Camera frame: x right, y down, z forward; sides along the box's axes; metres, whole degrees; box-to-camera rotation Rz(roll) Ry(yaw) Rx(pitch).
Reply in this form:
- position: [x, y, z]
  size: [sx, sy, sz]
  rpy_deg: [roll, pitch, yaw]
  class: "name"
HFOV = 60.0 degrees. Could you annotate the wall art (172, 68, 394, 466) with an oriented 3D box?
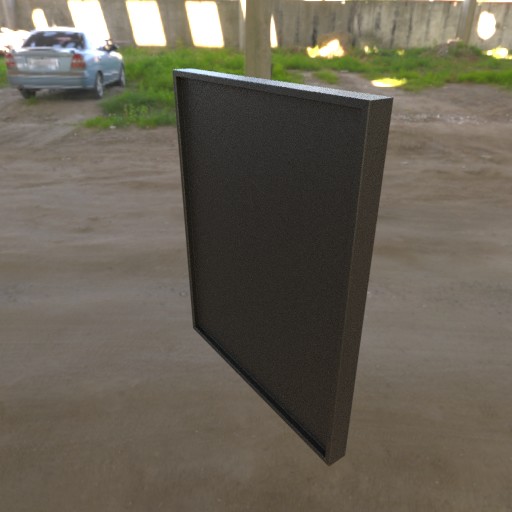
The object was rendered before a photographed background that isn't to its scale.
- position: [0.000, 0.000, 0.749]
  size: [0.039, 0.555, 0.449]
  rpy_deg: [-18, 32, -31]
  class: "wall art"
